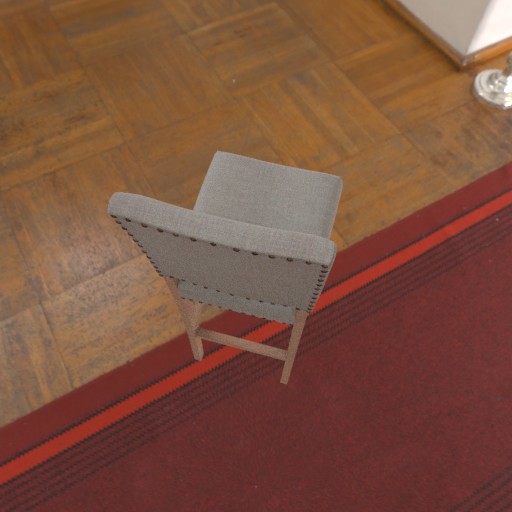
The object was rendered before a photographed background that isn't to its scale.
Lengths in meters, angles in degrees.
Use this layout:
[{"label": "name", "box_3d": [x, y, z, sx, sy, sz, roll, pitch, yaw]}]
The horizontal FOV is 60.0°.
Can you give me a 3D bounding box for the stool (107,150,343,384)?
[{"label": "stool", "box_3d": [0.000, 0.000, 1.455, 0.445, 1.203, 0.585, 13, 63, 7]}]
